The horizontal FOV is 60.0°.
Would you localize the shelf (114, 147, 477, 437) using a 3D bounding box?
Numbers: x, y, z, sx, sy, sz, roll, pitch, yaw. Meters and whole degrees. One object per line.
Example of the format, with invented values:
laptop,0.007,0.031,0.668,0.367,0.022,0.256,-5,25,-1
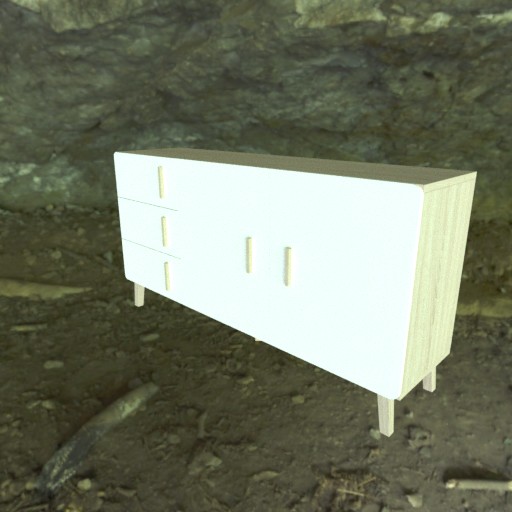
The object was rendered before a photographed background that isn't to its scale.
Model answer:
shelf,0.000,0.000,1.829,1.490,0.780,0.400,16,24,41
